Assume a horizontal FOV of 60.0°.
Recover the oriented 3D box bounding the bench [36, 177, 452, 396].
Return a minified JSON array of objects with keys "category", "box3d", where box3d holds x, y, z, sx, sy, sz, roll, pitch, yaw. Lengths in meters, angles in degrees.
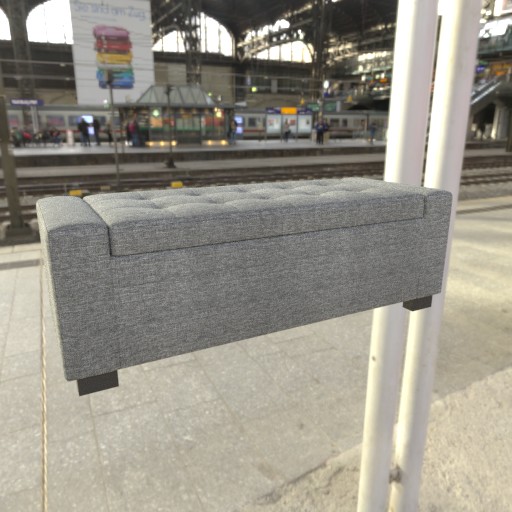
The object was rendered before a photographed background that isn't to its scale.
[{"category":"bench","box3d":[0.000,0.000,1.517,1.296,0.445,0.508,-8,18,-26]}]
